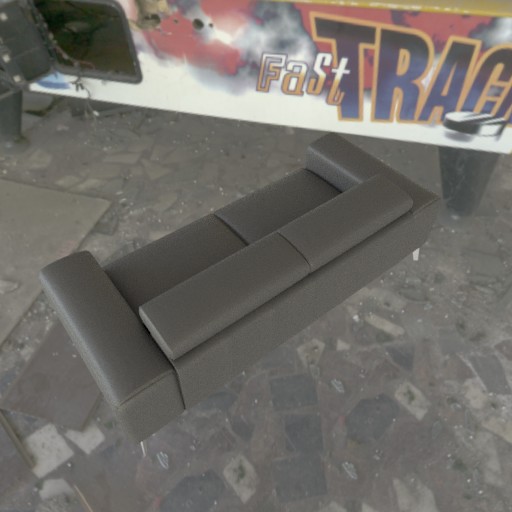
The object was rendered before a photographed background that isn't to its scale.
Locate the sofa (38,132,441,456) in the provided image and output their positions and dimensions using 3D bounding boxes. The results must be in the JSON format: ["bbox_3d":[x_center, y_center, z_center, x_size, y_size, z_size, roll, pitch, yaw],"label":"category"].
[{"bbox_3d":[0.000,0.000,2.799,2.321,0.759,1.023,-30,54,-25],"label":"sofa"}]
